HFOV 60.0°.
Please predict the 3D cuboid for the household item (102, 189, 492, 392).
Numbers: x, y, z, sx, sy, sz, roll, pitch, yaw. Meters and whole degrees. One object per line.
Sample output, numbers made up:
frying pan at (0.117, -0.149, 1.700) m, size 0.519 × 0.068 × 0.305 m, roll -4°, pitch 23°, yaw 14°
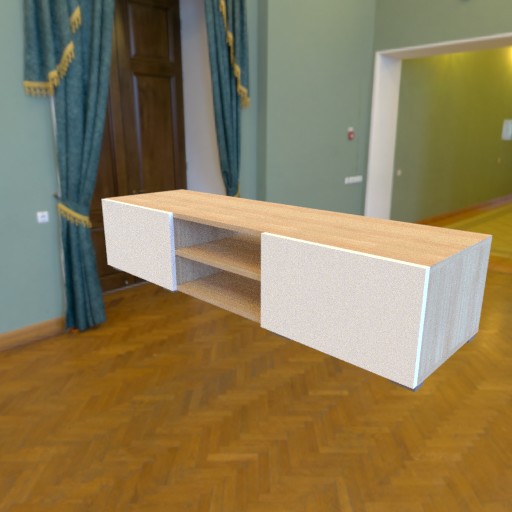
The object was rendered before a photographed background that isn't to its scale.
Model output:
household item at (0.000, 0.000, 1.582) m, size 1.400 × 0.310 × 0.420 m, roll 15°, pitch 22°, yaw 42°
